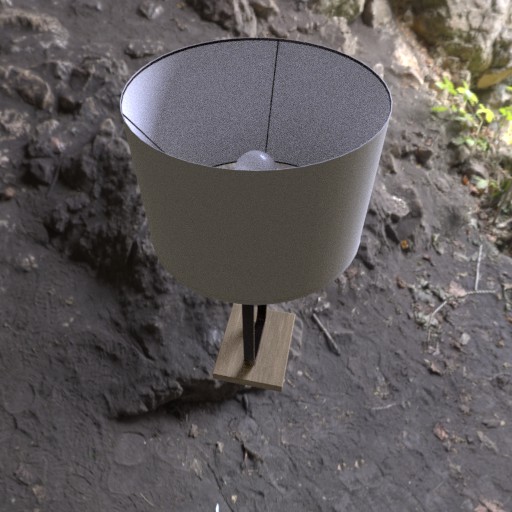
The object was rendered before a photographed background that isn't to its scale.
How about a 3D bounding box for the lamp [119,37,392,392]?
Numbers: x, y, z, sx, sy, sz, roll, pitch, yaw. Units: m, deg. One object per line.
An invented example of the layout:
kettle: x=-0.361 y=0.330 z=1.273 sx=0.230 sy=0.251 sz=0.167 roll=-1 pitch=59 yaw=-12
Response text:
lamp: x=0.000 y=0.000 z=0.648 sx=0.279 sy=0.508 sz=0.279 roll=9 pitch=48 yaw=8
